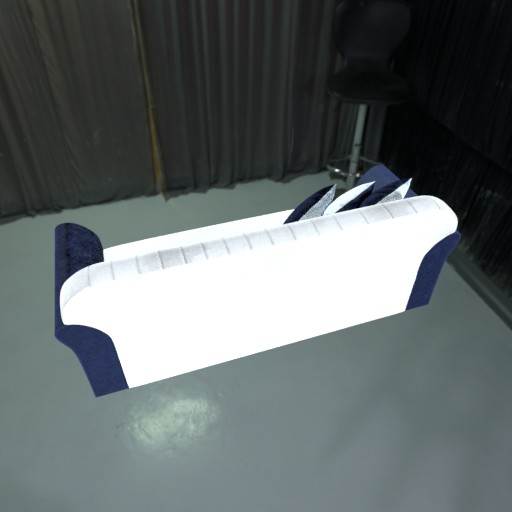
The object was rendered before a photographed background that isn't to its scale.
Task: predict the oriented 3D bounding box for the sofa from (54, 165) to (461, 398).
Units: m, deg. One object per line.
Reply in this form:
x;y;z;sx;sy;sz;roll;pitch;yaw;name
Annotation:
0.000;0.000;2.434;2.006;0.789;0.749;-13;42;-14;sofa
